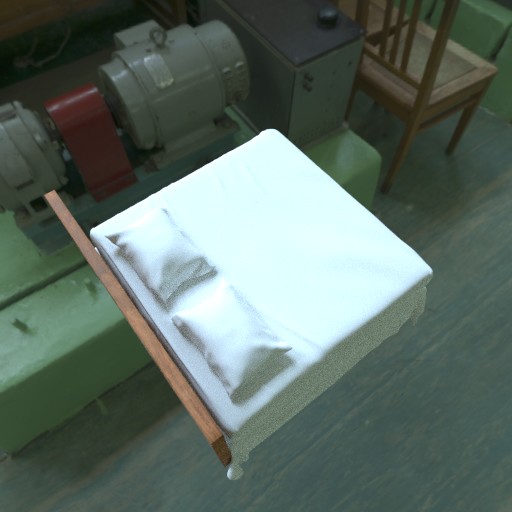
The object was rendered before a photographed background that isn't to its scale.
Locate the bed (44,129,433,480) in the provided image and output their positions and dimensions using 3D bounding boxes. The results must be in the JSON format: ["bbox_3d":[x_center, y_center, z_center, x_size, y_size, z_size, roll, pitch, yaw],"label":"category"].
[{"bbox_3d":[0.000,0.000,3.465,2.165,1.158,2.255,-34,65,-18],"label":"bed"}]
